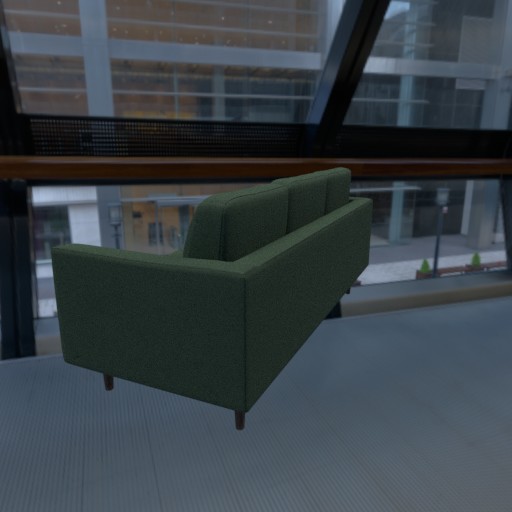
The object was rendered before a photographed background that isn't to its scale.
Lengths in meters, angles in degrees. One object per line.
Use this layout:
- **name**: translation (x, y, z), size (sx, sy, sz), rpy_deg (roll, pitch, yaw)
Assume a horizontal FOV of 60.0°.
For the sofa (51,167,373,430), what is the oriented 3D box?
- **sofa**: translation (0.000, 0.000, 2.472), size (0.879, 0.899, 2.029), rpy_deg (7, 16, 24)
